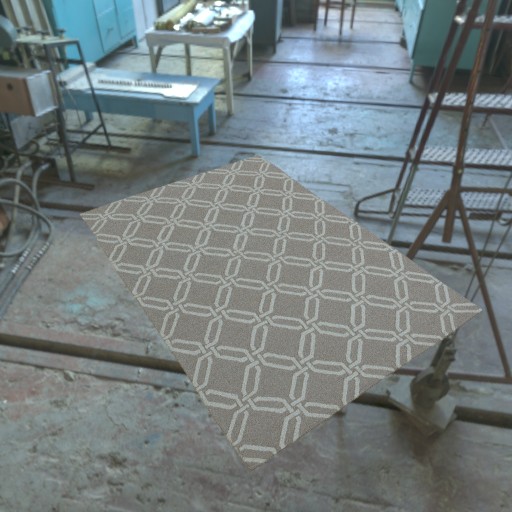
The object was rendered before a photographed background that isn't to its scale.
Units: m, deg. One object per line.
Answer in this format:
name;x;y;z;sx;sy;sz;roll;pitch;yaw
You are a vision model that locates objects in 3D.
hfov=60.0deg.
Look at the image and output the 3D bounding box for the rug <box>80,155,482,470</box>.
rug;0.000;0.000;2.731;1.524;0.013;2.135;-24;46;-25
